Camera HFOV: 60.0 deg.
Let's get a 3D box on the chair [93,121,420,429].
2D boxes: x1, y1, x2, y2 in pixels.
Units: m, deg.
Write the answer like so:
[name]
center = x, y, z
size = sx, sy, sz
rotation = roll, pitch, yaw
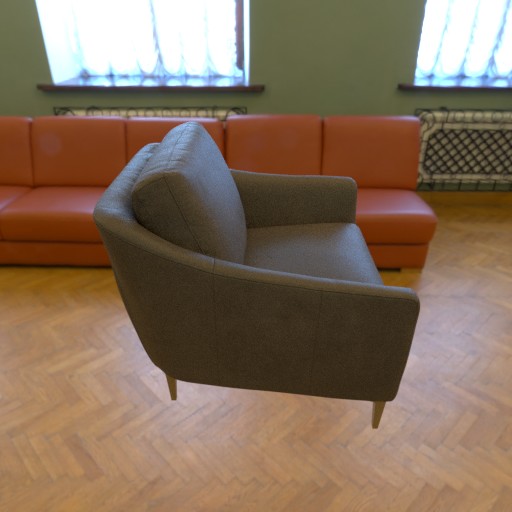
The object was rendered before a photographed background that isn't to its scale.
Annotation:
[chair]
center = 0.000, 0.000, 1.719
size = 0.961, 0.901, 0.988
rotation = 0, 29, 0
